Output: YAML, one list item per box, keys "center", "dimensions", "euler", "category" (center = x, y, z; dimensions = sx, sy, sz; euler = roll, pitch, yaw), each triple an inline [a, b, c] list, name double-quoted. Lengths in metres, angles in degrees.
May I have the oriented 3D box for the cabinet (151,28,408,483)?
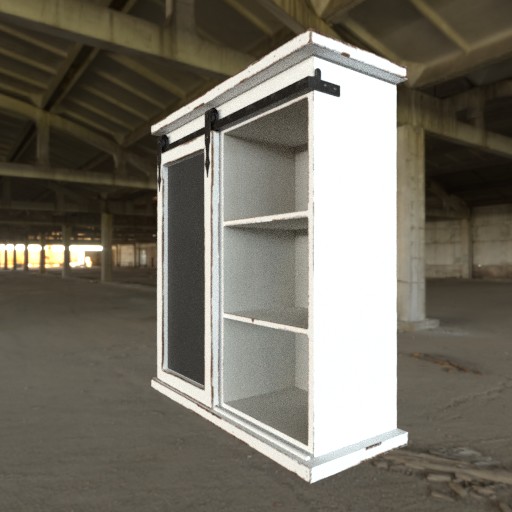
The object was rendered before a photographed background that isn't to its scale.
- center: [0.000, 0.000, 0.867]
  dimensions: [0.210, 0.603, 0.541]
  euler: [0, 0, -36]
  category: "cabinet"
